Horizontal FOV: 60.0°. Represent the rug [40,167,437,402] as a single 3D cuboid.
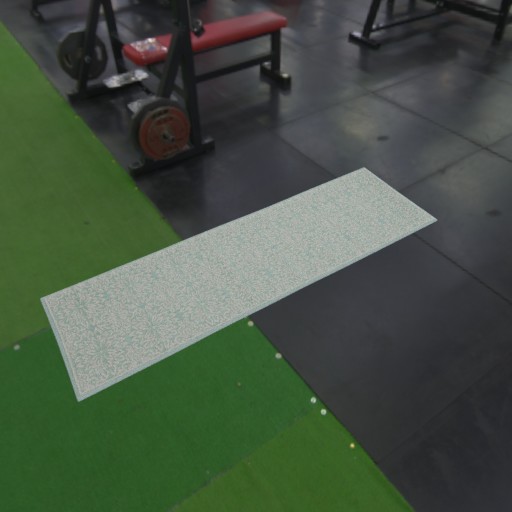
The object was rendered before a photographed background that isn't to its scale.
[{"bbox_3d":[0.000,0.000,2.480,2.196,0.011,0.662,-24,50,-22],"label":"rug"}]
